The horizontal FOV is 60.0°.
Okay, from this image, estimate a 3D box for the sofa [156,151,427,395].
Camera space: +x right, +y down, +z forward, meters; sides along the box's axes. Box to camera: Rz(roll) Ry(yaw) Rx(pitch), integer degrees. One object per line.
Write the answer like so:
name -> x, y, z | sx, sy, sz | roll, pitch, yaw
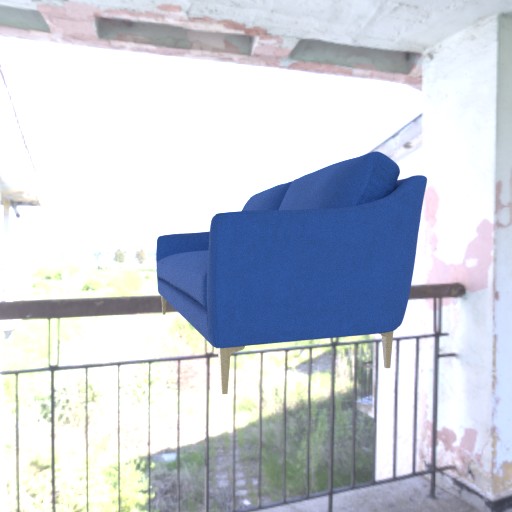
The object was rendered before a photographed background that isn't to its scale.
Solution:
sofa -> 0.000, 0.000, 2.533 | 0.960, 0.903, 2.036 | 0, 1, -18
